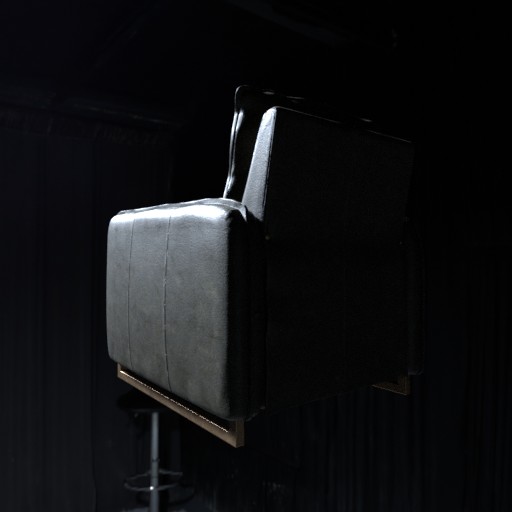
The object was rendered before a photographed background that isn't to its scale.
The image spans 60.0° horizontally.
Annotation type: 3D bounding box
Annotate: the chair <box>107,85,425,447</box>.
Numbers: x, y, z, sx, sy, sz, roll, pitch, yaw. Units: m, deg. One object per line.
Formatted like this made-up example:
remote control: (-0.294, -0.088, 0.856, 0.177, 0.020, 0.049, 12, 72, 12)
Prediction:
chair: (0.000, 0.000, 1.584, 0.830, 0.921, 0.921, 0, 0, -37)
